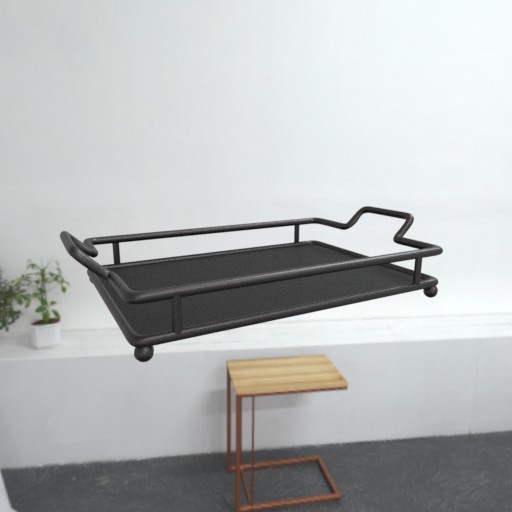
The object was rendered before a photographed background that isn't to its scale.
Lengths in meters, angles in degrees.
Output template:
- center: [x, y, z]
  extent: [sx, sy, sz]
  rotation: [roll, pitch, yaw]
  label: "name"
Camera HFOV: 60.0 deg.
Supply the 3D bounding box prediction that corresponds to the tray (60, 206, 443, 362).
- center: [0.000, 0.000, 0.625]
  extent: [0.495, 0.101, 0.297]
  rotation: [-7, 16, -27]
  label: "tray"
